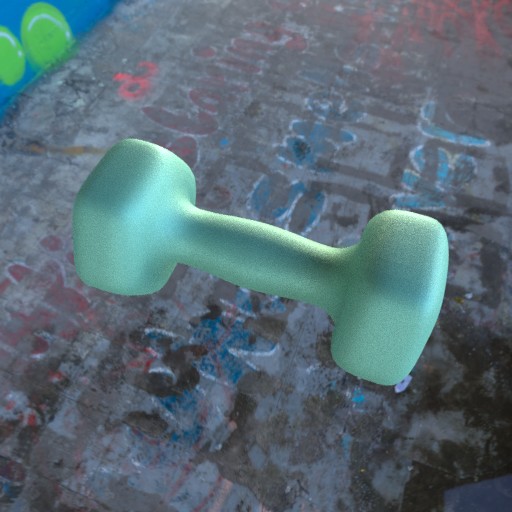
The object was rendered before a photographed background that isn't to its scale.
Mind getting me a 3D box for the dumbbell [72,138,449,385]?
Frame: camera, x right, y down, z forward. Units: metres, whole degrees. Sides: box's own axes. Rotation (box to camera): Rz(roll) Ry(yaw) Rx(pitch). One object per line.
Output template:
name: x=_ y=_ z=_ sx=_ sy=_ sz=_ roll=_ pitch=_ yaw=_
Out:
dumbbell: x=0.000 y=0.000 z=0.333 sx=0.260 sy=0.117 sz=0.129 roll=17 pitch=59 yaw=11
